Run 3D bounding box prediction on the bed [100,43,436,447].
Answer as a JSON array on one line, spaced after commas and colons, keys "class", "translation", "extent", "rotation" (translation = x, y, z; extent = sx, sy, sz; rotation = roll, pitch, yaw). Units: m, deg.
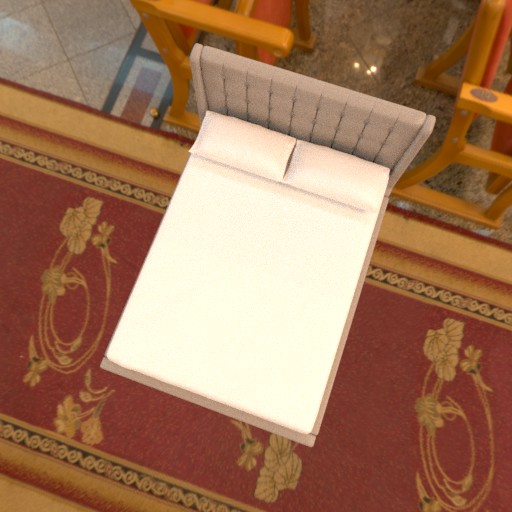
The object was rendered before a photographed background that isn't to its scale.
[{"class": "bed", "translation": [0.000, 0.000, 3.174], "extent": [1.656, 1.147, 2.232], "rotation": [19, 77, 5]}]
